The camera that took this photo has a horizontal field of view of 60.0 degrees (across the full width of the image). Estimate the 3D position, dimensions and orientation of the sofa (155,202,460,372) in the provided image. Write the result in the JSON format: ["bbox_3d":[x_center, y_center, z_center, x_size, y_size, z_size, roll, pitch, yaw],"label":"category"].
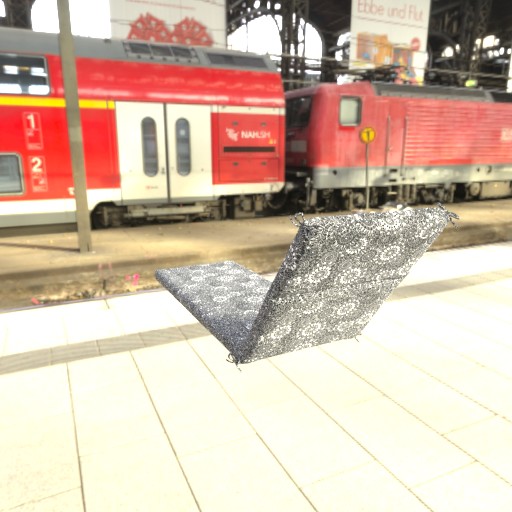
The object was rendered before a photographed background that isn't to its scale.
[{"bbox_3d":[0.000,0.000,1.993,0.582,0.622,1.663,-7,16,-26],"label":"sofa"}]
